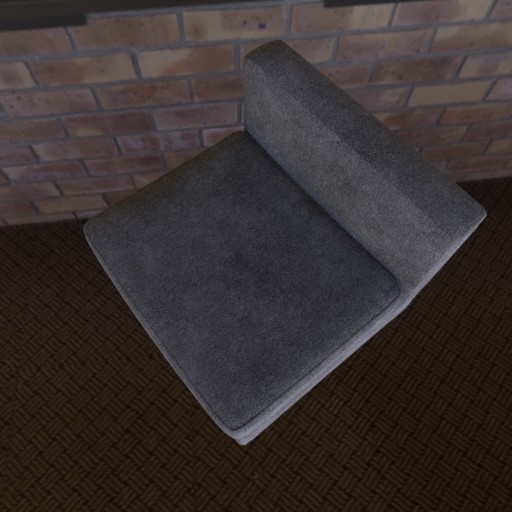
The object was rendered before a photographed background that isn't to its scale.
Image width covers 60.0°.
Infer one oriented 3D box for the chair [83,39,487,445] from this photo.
[{"bbox_3d":[0.000,0.000,1.184,0.680,0.660,0.680,-36,69,-16],"label":"chair"}]
